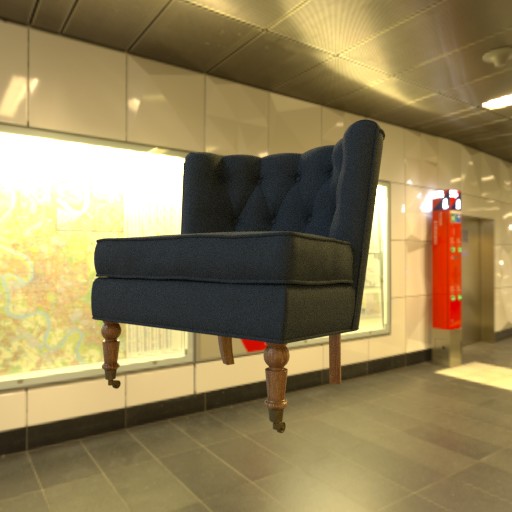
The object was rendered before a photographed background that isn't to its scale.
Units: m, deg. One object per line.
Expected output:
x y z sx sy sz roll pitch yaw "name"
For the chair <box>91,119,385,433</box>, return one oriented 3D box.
0.000 0.000 1.372 0.740 0.771 0.718 0 -1 36 "chair"
